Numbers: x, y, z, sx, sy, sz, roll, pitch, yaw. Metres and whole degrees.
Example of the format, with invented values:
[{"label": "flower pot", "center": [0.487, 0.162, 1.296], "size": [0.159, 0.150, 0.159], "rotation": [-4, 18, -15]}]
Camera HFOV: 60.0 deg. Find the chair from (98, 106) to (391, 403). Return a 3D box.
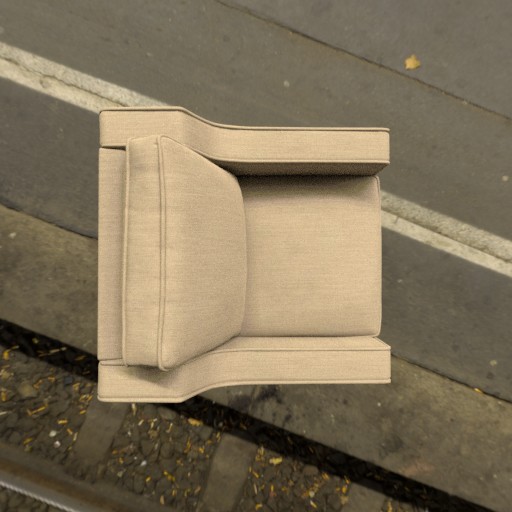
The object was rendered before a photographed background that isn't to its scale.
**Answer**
[{"label": "chair", "center": [0.000, 0.000, 1.593], "size": [0.909, 0.960, 0.831], "rotation": [0, 89, -1]}]
